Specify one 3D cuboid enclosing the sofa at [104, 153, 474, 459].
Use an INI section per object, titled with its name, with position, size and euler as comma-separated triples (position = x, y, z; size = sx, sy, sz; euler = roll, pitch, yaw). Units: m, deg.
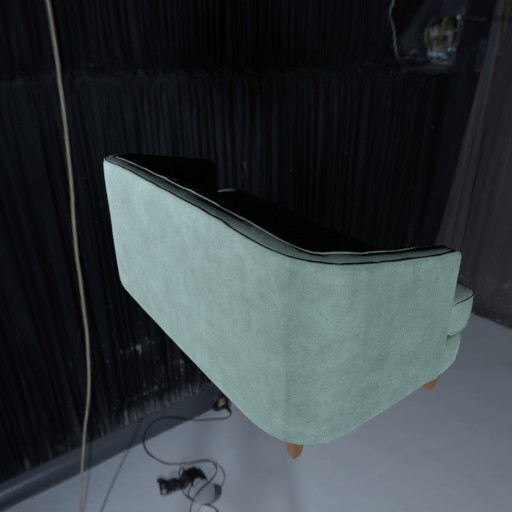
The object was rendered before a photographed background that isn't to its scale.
[sofa]
position = 0.000, 0.000, 2.130
size = 0.941, 0.855, 1.733
euler = -18, 31, -32
